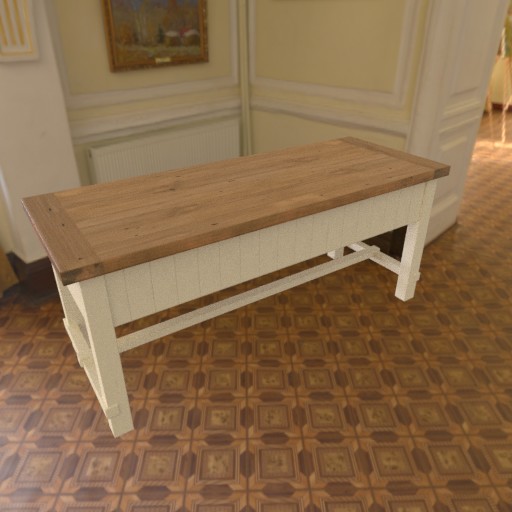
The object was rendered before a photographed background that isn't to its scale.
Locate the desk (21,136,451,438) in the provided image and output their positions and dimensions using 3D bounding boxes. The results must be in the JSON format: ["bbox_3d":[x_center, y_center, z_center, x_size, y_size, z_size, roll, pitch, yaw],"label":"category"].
[{"bbox_3d":[0.000,0.000,2.143,1.803,0.762,0.688,-18,34,-29],"label":"desk"}]
